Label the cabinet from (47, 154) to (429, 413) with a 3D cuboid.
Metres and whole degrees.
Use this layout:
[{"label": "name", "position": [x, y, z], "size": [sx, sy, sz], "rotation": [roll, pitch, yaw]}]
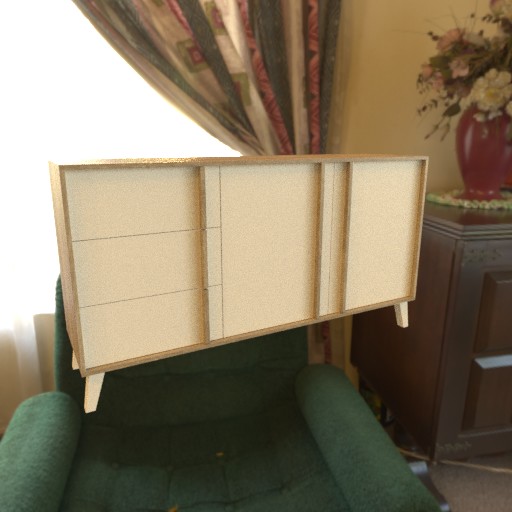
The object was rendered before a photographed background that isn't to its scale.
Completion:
[{"label": "cabinet", "position": [0.000, 0.000, 2.008], "size": [1.600, 0.870, 0.450], "rotation": [-8, 17, -28]}]
